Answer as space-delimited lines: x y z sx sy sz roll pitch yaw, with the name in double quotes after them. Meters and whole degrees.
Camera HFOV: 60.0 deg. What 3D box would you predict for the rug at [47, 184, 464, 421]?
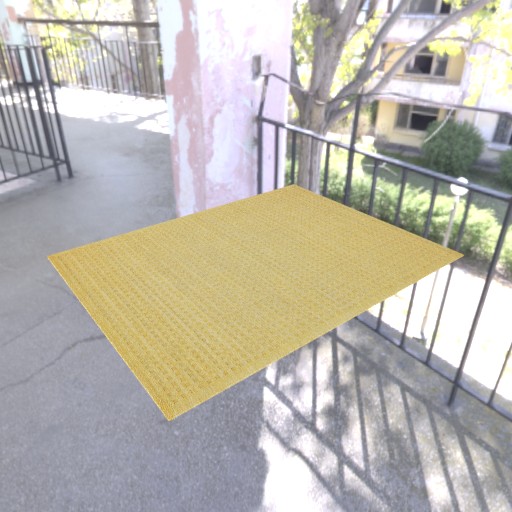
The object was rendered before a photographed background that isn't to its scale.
0.000 0.000 4.347 3.242 0.015 2.486 -21 36 -32 "rug"
